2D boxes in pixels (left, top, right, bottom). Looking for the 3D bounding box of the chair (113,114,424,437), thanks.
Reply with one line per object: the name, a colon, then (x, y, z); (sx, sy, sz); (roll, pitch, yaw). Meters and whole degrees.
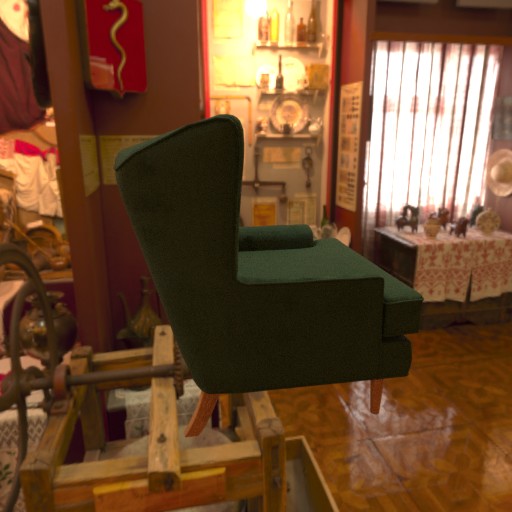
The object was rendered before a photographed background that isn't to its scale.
chair: (0.000, 0.000, 1.604); (0.910, 0.952, 0.793); (-3, 16, -10)
